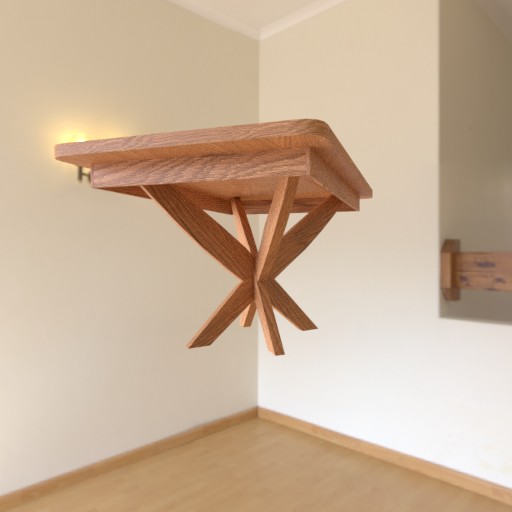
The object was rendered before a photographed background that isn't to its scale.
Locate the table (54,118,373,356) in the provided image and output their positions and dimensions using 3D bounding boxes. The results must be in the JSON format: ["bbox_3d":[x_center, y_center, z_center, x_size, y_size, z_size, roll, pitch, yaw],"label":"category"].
[{"bbox_3d":[0.000,0.000,2.107,0.950,0.770,1.600,0,1,20],"label":"table"}]
